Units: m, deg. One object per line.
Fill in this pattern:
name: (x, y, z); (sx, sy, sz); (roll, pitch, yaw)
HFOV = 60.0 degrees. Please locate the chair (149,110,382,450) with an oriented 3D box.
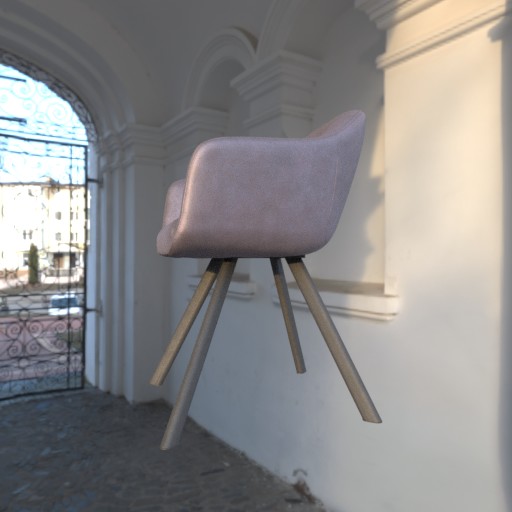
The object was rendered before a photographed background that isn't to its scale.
chair: (0.000, 0.000, 1.199); (0.544, 0.781, 0.567); (0, 1, -16)
